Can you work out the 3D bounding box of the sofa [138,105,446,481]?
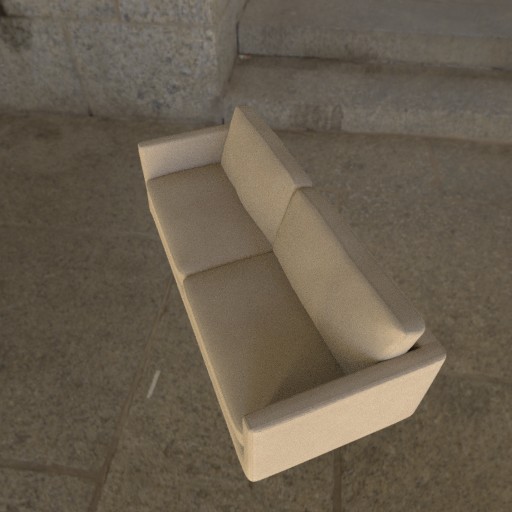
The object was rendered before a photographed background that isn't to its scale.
[{"bbox_3d":[0.000,0.000,2.652,0.948,0.932,2.181,-16,48,-15],"label":"sofa"}]
